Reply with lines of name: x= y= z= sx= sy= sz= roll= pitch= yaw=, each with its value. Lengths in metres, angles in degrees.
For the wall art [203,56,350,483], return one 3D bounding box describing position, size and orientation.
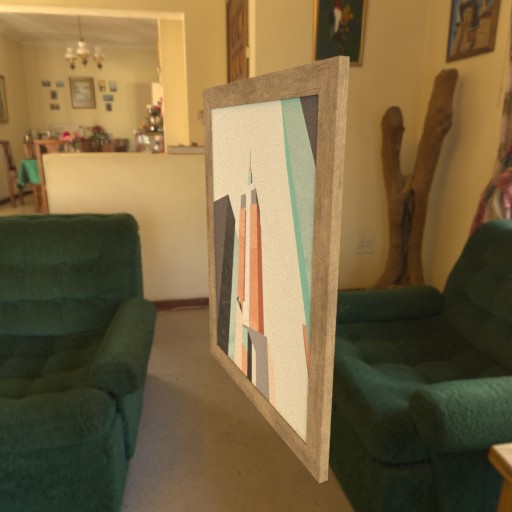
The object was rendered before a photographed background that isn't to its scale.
wall art: x=0.000 y=0.000 z=0.913 sx=0.018 sy=0.686 sz=0.534 roll=-8 pitch=17 yaw=-25
